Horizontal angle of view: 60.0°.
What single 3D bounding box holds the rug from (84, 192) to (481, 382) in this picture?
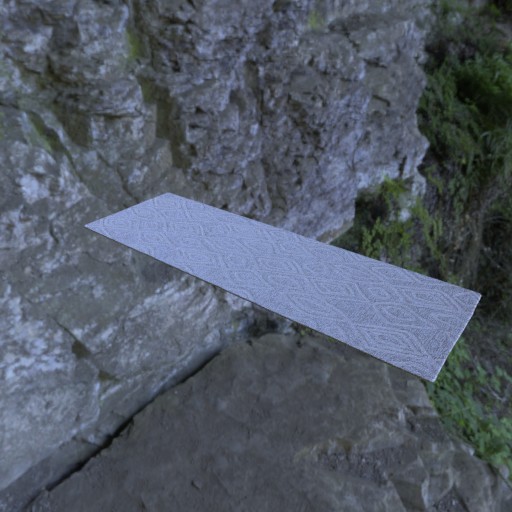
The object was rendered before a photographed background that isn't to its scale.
[{"bbox_3d":[0.000,0.000,2.726,2.436,0.013,0.807,21,36,32],"label":"rug"}]
